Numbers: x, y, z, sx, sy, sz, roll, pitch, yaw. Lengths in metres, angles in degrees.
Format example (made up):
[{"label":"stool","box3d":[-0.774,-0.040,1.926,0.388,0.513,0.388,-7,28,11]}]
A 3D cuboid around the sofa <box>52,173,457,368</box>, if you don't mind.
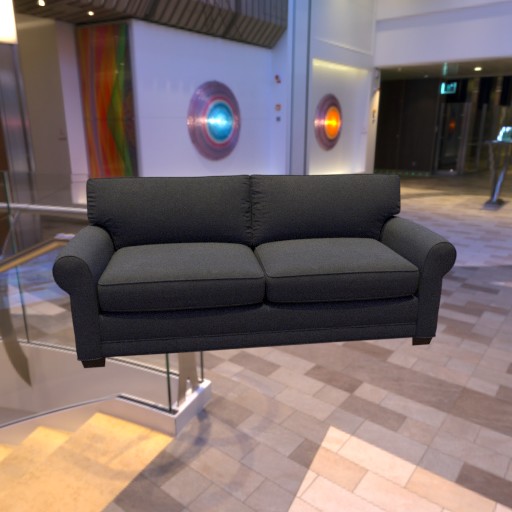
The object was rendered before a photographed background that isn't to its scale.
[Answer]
[{"label":"sofa","box3d":[0.000,0.000,2.983,2.391,1.026,0.954,-2,17,-8]}]
